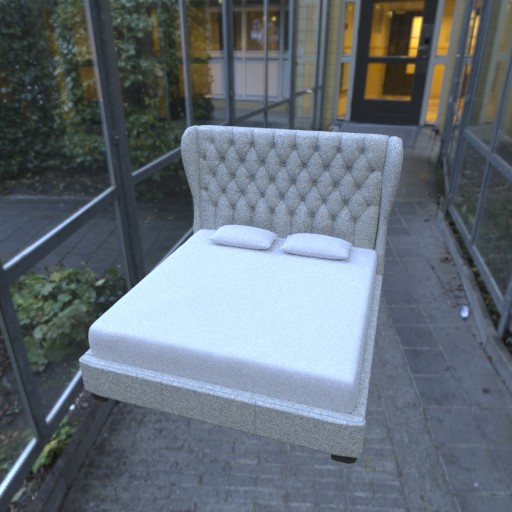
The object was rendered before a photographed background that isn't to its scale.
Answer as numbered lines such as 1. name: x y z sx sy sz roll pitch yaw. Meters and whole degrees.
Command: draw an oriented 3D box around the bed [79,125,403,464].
1. bed: 0.000 0.000 3.840 2.219 1.771 2.347 8 27 16
